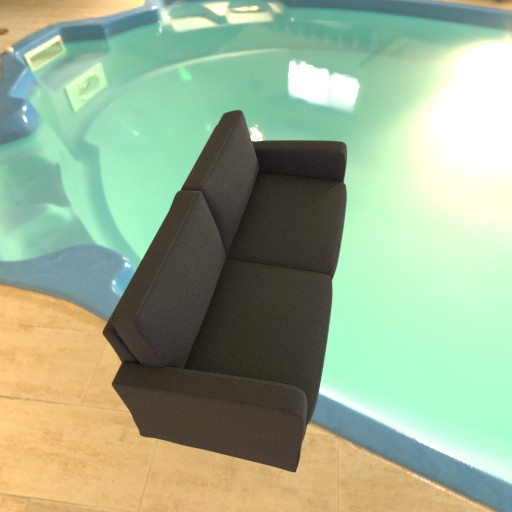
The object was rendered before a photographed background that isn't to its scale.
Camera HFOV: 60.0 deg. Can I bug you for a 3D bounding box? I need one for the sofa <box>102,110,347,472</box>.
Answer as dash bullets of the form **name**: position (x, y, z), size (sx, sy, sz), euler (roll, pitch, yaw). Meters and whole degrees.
- **sofa**: position (0.000, 0.000, 2.427), size (0.898, 0.839, 1.852), euler (10, 48, 9)
